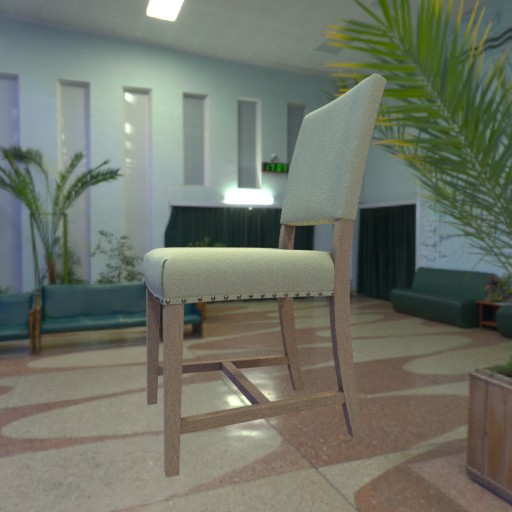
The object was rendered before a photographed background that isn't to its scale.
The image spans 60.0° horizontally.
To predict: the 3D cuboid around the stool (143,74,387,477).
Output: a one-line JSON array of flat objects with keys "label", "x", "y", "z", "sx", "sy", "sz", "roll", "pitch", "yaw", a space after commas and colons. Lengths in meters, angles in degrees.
[{"label": "stool", "x": 0.000, "y": 0.000, "z": 1.321, "sx": 0.623, "sy": 0.986, "sz": 0.508, "roll": -1, "pitch": 2, "yaw": -19}]
